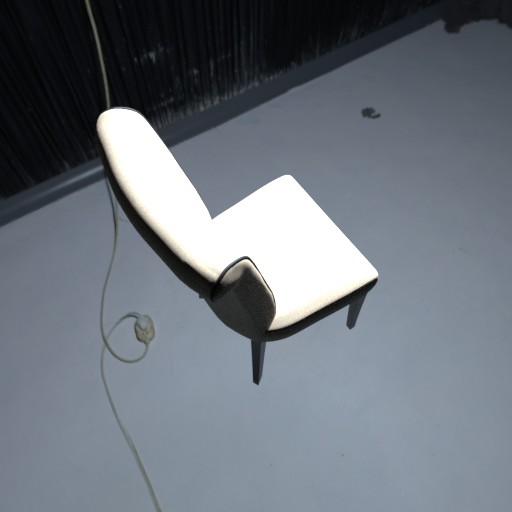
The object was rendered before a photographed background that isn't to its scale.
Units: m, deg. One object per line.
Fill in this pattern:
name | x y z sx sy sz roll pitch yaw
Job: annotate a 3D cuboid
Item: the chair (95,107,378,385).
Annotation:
chair | 0.000 0.000 1.356 0.623 0.997 0.522 -29 63 -16
